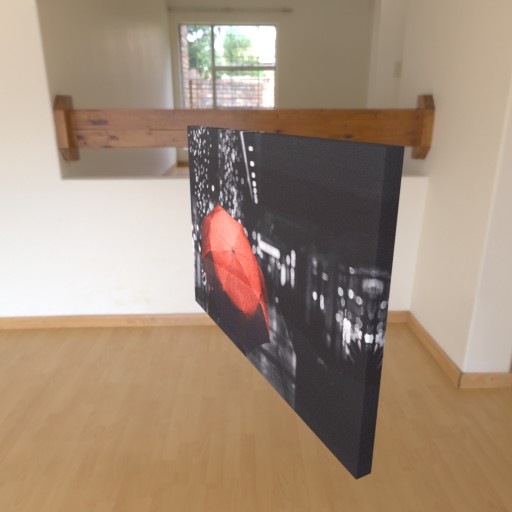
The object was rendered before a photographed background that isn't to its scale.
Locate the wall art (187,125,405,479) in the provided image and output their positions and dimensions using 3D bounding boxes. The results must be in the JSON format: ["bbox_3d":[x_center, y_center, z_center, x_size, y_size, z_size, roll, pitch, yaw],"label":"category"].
[{"bbox_3d":[0.000,0.000,1.130,0.038,0.609,0.914,-9,20,-25],"label":"wall art"}]
